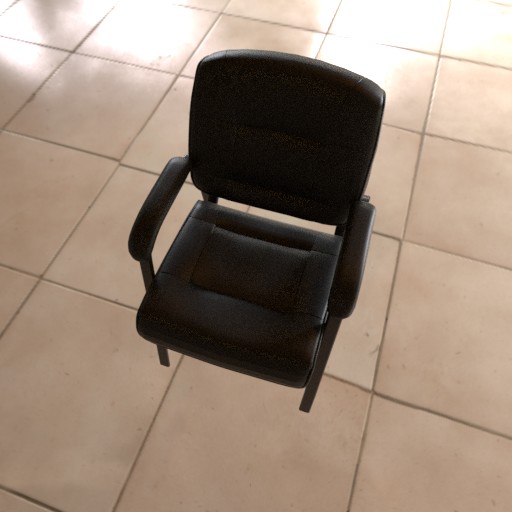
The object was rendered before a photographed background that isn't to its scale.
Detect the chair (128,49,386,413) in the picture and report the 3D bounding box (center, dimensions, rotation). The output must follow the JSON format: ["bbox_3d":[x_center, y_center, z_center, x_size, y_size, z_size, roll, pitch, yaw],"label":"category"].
[{"bbox_3d":[0.000,0.000,1.299,0.591,0.910,0.668,15,59,9],"label":"chair"}]
